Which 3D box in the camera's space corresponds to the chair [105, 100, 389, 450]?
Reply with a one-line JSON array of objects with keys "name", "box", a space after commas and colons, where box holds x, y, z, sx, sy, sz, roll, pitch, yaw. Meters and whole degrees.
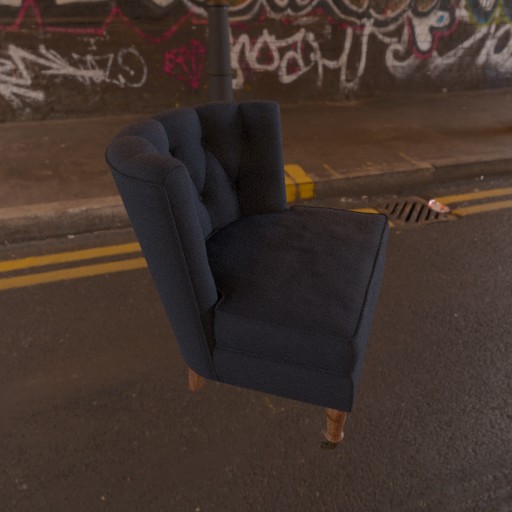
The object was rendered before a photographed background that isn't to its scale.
[{"name": "chair", "box": [0.000, 0.000, 1.319, 0.718, 0.771, 0.740, 11, 32, 17]}]
